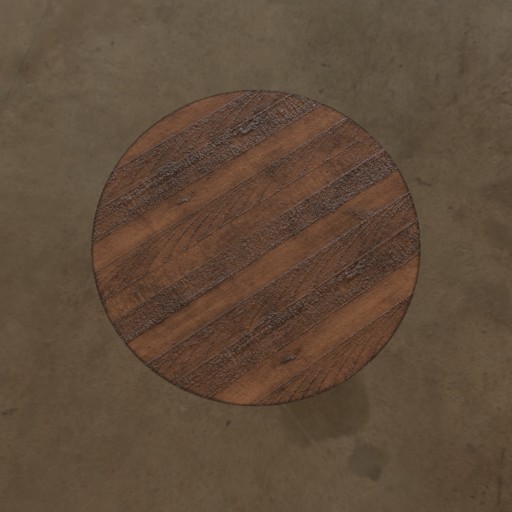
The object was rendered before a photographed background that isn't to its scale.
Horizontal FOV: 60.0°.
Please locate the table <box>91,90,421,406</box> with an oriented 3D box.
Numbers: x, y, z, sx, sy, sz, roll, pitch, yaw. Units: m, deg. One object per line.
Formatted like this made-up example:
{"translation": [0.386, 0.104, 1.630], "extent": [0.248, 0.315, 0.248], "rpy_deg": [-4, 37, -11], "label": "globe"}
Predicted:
{"translation": [0.000, 0.000, 1.354], "extent": [0.837, 0.462, 0.837], "rpy_deg": [0, 76, 0], "label": "table"}
